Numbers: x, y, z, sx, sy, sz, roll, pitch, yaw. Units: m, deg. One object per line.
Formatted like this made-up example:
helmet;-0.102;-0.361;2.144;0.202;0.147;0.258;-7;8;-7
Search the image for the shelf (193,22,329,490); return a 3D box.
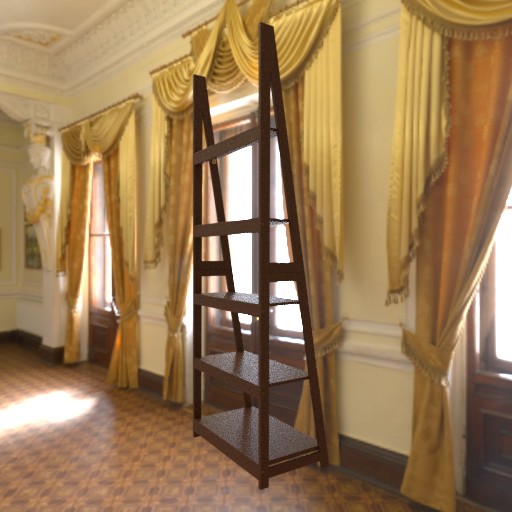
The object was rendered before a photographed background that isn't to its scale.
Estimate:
shelf;0.000;0.000;2.019;0.350;1.770;0.600;0;0;-33
